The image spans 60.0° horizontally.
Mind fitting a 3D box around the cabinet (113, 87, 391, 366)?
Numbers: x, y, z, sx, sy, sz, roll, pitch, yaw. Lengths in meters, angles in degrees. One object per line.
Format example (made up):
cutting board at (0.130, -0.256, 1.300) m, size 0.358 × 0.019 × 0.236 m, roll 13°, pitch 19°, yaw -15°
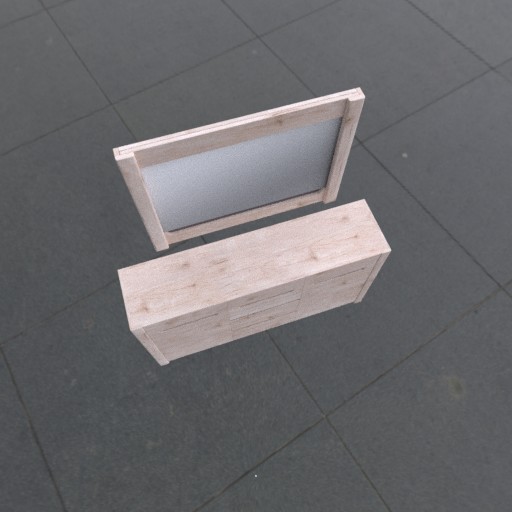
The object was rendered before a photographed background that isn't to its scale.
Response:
cabinet at (0.000, 0.000, 2.767) m, size 1.700 × 1.981 × 0.420 m, roll -16°, pitch 65°, yaw -8°
